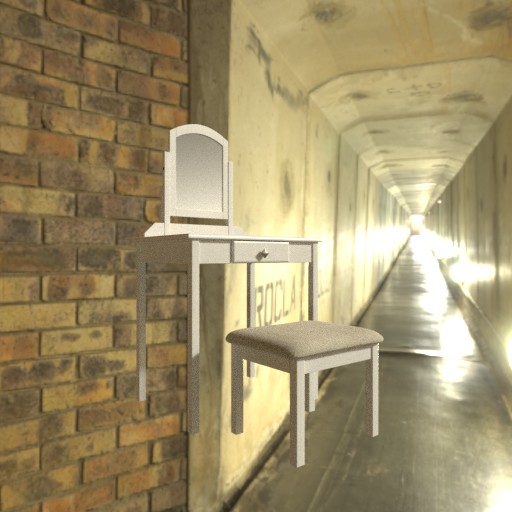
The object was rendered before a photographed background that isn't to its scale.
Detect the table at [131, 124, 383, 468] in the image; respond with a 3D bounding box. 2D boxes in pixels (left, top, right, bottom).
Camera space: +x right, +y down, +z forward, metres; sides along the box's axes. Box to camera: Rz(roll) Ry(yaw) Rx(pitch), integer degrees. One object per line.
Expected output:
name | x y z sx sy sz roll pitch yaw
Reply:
table | 0.000 0.000 2.317 0.876 1.631 1.211 0 0 -38
